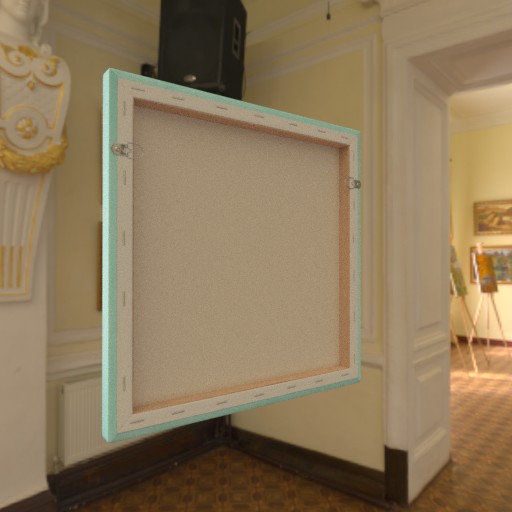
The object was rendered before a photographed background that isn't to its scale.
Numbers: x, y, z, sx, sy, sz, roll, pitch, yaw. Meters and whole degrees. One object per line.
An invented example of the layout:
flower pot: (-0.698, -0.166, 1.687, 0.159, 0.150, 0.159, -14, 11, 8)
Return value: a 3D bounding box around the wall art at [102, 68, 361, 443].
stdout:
wall art: (0.000, 0.000, 1.595, 1.071, 1.073, 0.070, 0, -1, -36)
